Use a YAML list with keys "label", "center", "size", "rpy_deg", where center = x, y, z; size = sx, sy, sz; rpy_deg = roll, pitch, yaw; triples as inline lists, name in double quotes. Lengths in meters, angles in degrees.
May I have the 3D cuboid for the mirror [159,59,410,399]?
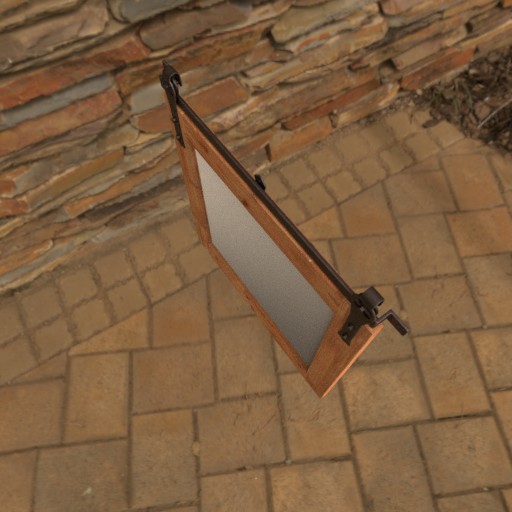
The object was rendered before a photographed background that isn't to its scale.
- label: "mirror"
  center: [0.000, 0.000, 1.185]
  size: [0.054, 0.800, 0.805]
  rpy_deg: [-33, 68, -15]
